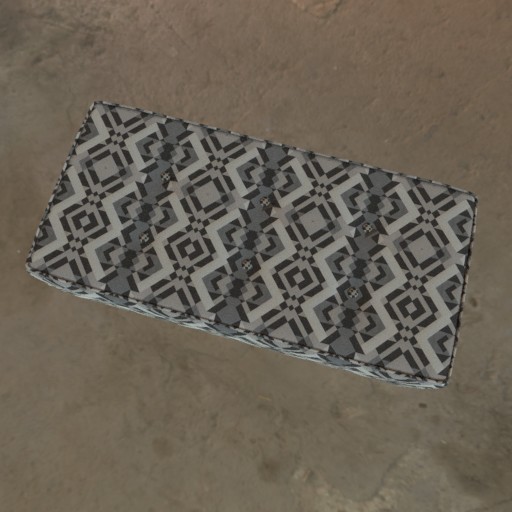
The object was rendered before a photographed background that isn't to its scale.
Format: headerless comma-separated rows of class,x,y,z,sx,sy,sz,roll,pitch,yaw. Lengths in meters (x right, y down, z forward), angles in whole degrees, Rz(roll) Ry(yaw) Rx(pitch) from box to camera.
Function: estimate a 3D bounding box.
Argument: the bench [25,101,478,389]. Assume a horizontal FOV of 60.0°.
bench,0.000,0.000,1.267,1.016,0.477,0.492,15,76,4
